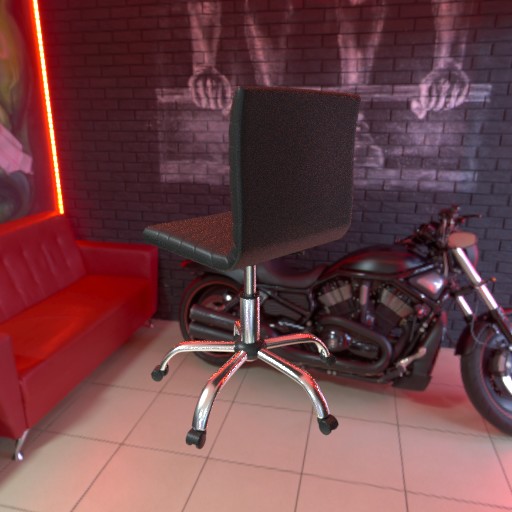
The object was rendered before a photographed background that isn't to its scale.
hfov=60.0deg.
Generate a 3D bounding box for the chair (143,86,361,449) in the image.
[{"bbox_3d":[0.000,0.000,1.127,0.556,0.780,0.530,-16,23,-42],"label":"chair"}]
